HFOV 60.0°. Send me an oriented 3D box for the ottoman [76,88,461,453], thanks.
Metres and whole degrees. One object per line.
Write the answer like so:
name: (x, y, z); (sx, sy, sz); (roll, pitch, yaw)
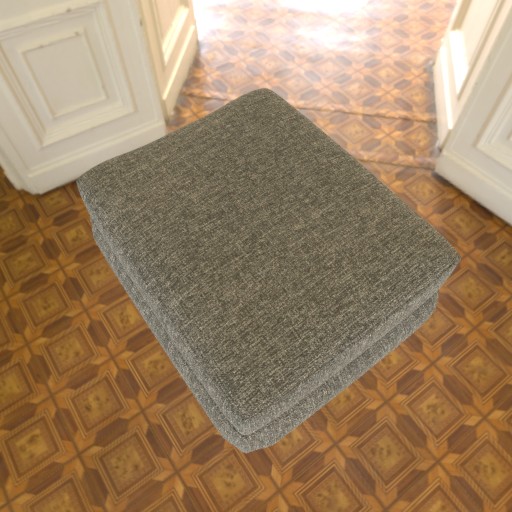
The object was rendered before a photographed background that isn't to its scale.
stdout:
ottoman: (0.000, 0.000, 1.236); (0.683, 0.480, 0.828); (-32, 64, -18)
